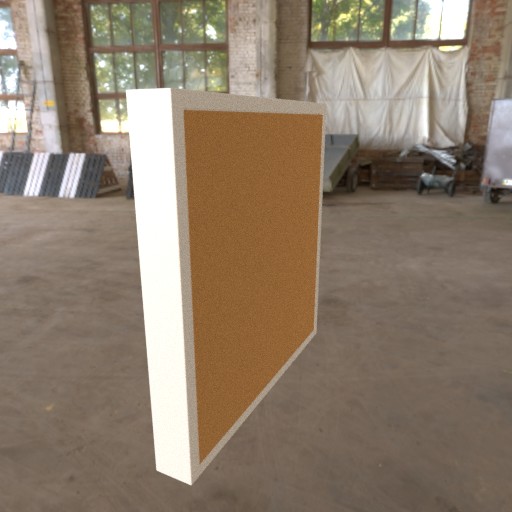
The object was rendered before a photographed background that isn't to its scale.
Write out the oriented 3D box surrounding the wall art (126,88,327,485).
[{"bbox_3d":[0.000,0.000,0.456,0.037,0.305,0.305,8,19,26],"label":"wall art"}]
